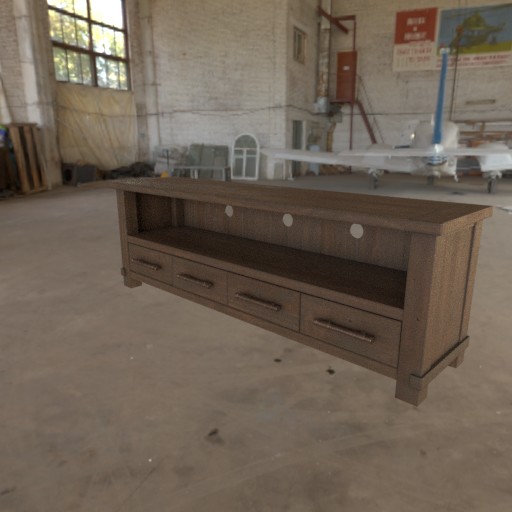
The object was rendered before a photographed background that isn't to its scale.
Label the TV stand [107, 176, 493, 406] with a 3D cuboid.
[{"bbox_3d":[0.000,0.000,2.095,1.866,0.615,0.471,14,20,42],"label":"TV stand"}]
